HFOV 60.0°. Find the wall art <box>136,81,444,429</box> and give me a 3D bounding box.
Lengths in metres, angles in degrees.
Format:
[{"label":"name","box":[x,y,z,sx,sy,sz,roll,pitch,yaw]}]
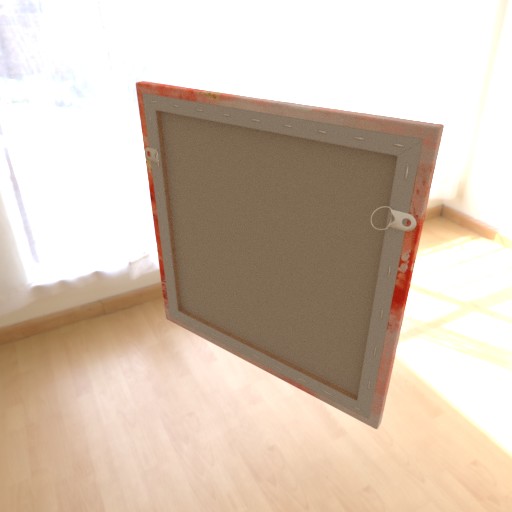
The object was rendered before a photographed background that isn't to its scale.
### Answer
[{"label":"wall art","box":[0.000,0.000,1.298,0.878,0.878,0.066,20,36,31]}]
